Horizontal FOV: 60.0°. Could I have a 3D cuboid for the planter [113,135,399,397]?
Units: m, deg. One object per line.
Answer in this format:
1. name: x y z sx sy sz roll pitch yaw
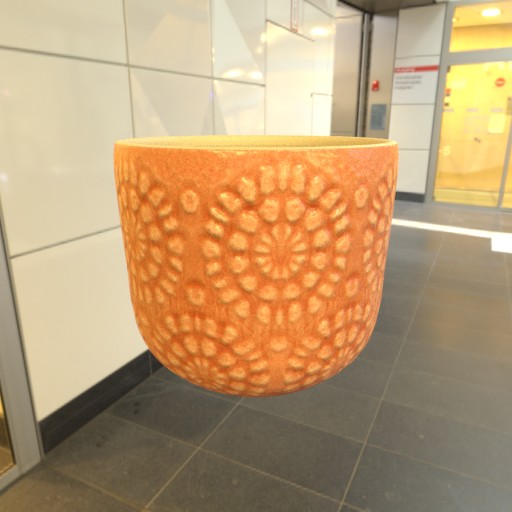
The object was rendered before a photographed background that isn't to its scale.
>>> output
1. planter: 0.000 0.000 0.215 0.124 0.109 0.124 0 17 0
